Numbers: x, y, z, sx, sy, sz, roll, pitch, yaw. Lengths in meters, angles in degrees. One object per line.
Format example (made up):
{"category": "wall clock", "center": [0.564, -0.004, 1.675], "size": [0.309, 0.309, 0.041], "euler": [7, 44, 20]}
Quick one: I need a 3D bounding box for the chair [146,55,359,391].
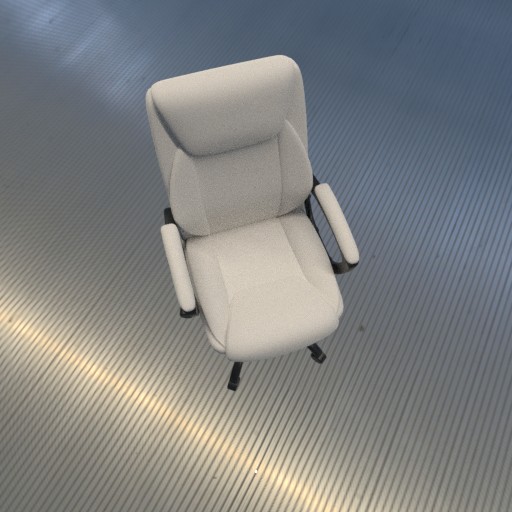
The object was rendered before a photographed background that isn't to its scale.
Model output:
{"category": "chair", "center": [0.000, 0.000, 1.495], "size": [0.663, 1.065, 0.669], "euler": [-16, 65, -7]}
